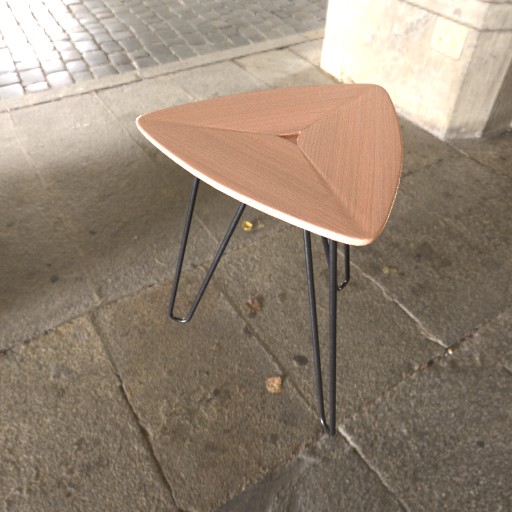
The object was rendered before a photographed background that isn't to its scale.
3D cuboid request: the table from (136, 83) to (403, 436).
[{"bbox_3d":[0.000,0.000,0.904,0.455,0.564,0.442,9,46,9],"label":"table"}]
